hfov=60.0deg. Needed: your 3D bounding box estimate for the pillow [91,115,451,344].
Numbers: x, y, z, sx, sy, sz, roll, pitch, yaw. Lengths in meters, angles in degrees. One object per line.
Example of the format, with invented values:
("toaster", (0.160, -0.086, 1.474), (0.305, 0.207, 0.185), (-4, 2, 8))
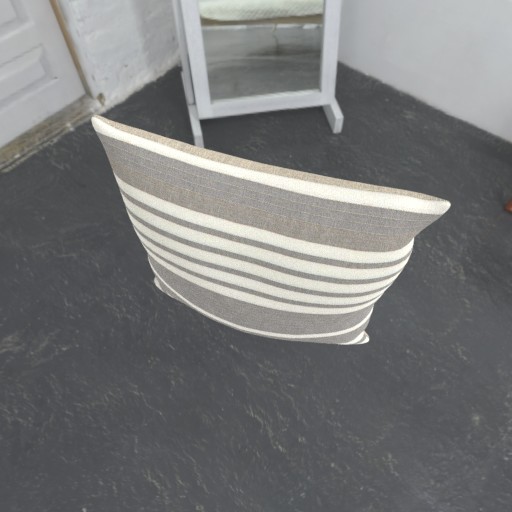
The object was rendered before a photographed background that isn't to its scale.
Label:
("pillow", (0.000, 0.000, 0.686), (0.439, 0.440, 0.182), (15, 60, 9))
